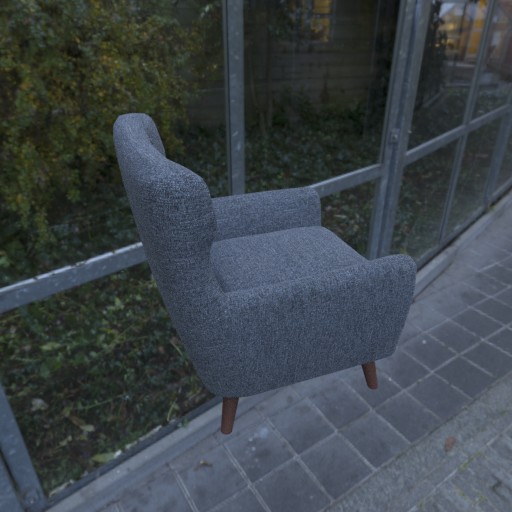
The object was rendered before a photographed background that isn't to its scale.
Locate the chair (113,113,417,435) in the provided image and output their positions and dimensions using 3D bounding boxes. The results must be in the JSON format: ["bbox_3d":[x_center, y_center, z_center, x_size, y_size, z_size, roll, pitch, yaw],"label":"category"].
[{"bbox_3d":[0.000,0.000,1.773,0.940,1.039,0.889,-10,30,-18],"label":"chair"}]
